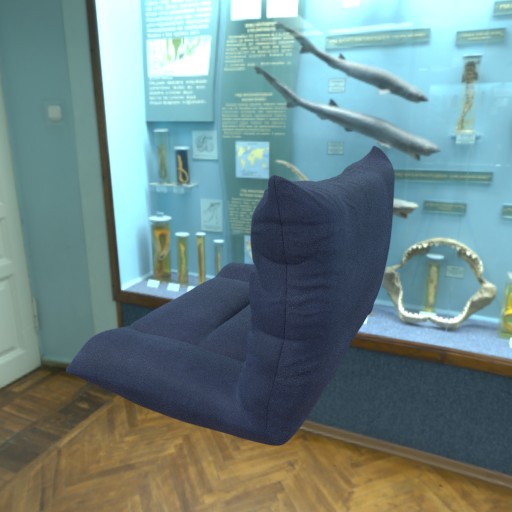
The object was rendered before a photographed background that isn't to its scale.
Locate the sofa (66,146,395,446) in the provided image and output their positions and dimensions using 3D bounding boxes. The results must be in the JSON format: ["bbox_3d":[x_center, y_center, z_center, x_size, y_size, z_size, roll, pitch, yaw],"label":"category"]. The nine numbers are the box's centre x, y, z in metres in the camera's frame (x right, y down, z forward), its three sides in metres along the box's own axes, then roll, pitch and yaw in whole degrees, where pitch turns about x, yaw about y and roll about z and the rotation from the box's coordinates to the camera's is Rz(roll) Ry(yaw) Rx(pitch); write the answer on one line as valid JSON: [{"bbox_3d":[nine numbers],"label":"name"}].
[{"bbox_3d":[0.000,0.000,1.660,0.849,0.778,1.122,7,17,24],"label":"sofa"}]
